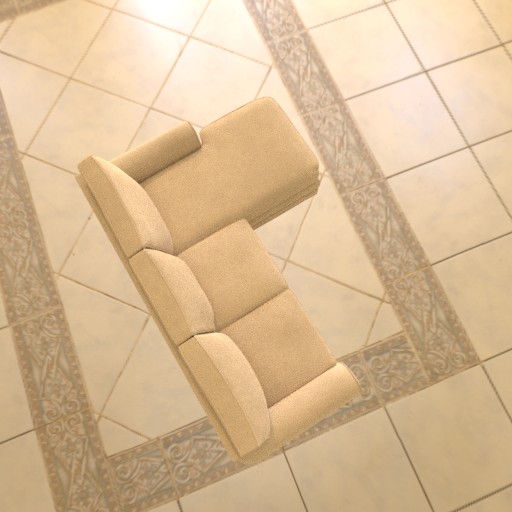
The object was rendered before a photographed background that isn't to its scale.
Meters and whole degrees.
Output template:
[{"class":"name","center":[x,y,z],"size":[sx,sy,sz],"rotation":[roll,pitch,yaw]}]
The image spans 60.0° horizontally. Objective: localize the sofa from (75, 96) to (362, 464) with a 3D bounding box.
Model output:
[{"class":"sofa","center":[0.000,0.000,2.432],"size":[1.226,0.734,1.770],"rotation":[-31,77,-8]}]
